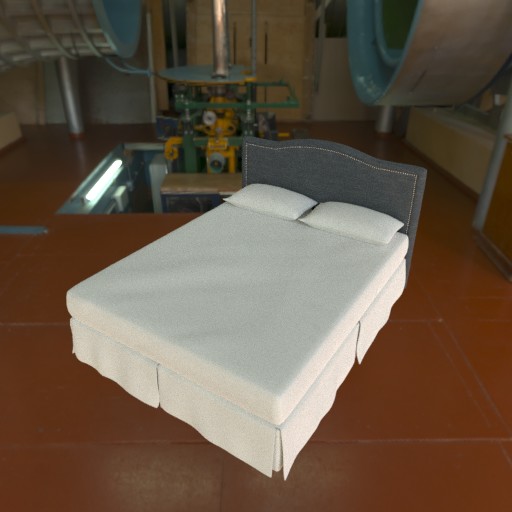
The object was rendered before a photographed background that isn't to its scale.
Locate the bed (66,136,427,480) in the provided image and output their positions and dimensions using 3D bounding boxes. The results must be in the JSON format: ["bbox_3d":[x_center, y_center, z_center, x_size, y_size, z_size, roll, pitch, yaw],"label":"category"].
[{"bbox_3d":[0.000,0.000,3.952,2.161,1.457,2.689,18,35,28],"label":"bed"}]
